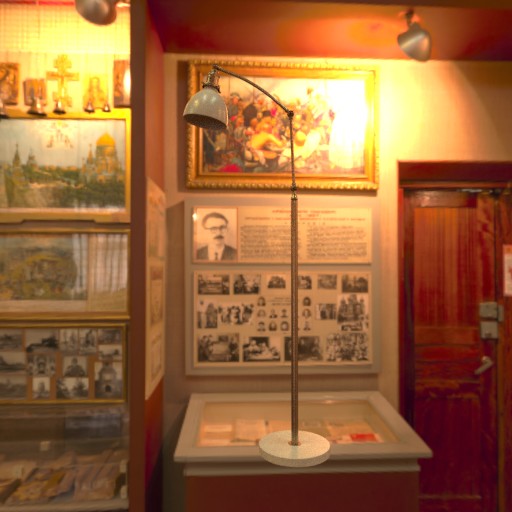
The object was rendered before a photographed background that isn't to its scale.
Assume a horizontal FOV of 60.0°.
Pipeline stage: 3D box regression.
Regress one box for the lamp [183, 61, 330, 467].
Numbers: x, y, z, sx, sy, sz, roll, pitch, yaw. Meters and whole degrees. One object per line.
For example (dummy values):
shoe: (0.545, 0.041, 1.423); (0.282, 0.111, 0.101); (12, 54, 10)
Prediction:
lamp: (0.000, 0.000, 1.814); (0.599, 1.586, 0.288); (0, -1, -1)
